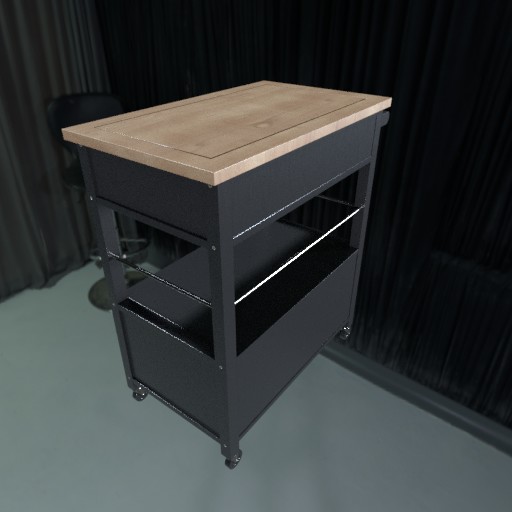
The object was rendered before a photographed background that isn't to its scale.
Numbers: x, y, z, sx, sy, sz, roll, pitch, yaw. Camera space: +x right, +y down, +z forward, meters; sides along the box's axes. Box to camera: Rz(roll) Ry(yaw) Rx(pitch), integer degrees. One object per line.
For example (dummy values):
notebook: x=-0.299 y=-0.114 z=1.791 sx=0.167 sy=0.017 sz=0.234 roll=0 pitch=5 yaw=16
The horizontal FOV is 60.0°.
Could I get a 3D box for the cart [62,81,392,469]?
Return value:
cart: x=0.000 y=0.000 z=1.391 sx=0.459 sy=0.901 sz=0.840 roll=21 pitch=37 yaw=31
